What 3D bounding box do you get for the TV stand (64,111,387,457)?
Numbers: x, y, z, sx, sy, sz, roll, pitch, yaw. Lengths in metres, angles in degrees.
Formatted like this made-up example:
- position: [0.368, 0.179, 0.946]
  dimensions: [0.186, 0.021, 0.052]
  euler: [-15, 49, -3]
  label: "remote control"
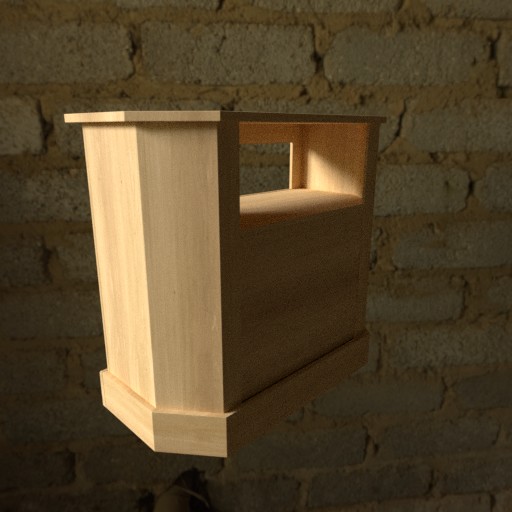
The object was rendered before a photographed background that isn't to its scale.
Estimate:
- position: [0.000, 0.000, 1.294]
  dimensions: [0.851, 0.781, 0.425]
  euler: [-16, 22, -43]
  label: "TV stand"
